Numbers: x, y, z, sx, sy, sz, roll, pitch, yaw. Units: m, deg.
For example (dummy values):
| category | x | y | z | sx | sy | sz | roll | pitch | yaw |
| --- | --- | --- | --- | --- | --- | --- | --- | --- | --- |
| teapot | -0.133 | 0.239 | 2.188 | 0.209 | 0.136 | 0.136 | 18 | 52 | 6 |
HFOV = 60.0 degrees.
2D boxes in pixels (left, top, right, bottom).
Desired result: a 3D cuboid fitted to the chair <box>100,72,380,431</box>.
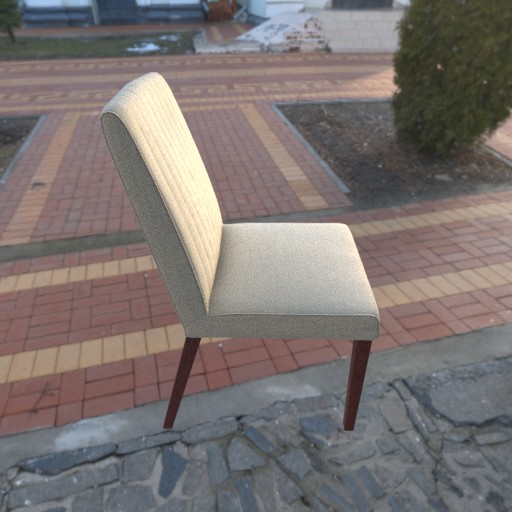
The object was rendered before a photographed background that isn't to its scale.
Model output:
| category | x | y | z | sx | sy | sz | roll | pitch | yaw |
| --- | --- | --- | --- | --- | --- | --- | --- | --- | --- |
| chair | 0.000 | 0.000 | 1.214 | 0.594 | 0.900 | 0.480 | 0 | 31 | 1 |
